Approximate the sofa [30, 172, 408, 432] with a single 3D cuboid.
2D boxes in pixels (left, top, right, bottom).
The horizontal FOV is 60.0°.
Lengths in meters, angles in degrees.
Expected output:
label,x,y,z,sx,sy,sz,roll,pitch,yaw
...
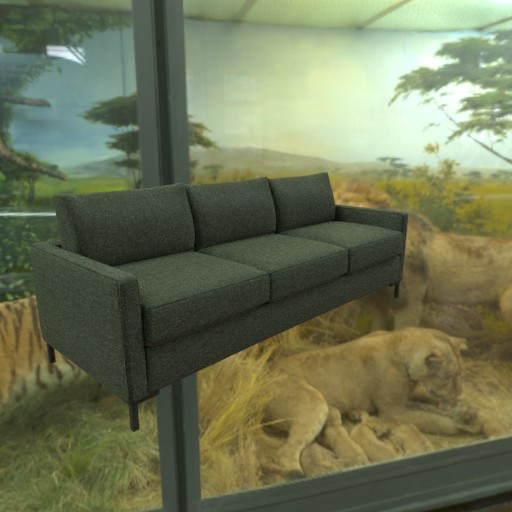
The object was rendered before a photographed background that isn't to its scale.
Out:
label,x,y,z,sx,sy,sz,roll,pitch,yaw
sofa,0.000,0.000,2.639,0.876,0.879,2.253,13,19,42
